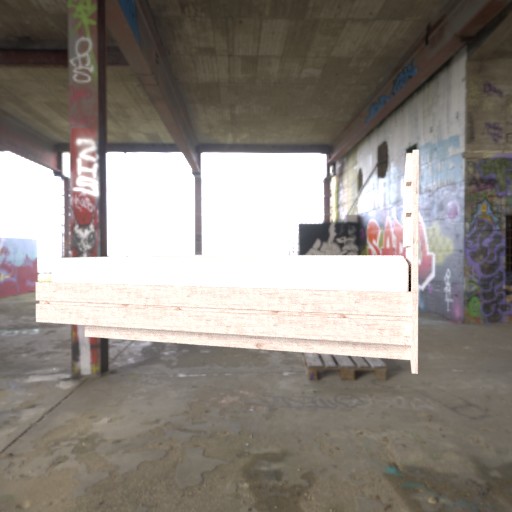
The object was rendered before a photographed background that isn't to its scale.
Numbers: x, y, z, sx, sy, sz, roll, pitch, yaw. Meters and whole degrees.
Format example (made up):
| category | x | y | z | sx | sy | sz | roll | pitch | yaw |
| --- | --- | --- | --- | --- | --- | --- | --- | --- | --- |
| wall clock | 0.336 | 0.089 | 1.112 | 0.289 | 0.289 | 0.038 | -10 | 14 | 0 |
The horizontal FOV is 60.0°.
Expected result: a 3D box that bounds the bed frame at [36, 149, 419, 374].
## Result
| category | x | y | z | sx | sy | sz | roll | pitch | yaw |
| --- | --- | --- | --- | --- | --- | --- | --- | --- | --- |
| bed frame | 0.000 | 0.000 | 3.130 | 2.080 | 0.970 | 1.950 | 0 | 1 | 18 |
